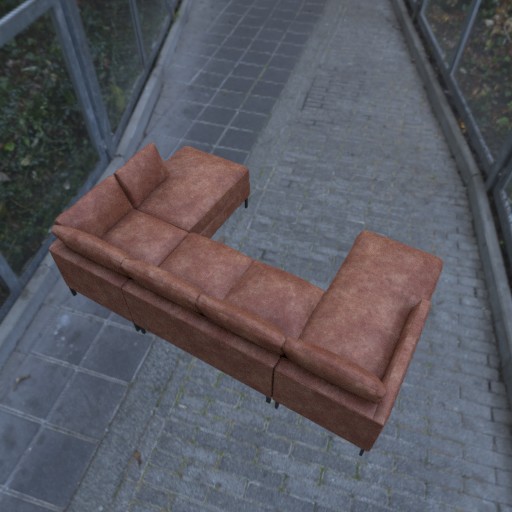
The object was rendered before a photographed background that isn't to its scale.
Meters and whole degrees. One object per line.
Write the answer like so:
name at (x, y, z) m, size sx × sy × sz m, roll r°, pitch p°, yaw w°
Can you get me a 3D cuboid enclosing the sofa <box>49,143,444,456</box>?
sofa at (0.000, 0.000, 3.891) m, size 2.956 × 0.900 × 1.939 m, roll 23°, pitch 53°, yaw 19°
